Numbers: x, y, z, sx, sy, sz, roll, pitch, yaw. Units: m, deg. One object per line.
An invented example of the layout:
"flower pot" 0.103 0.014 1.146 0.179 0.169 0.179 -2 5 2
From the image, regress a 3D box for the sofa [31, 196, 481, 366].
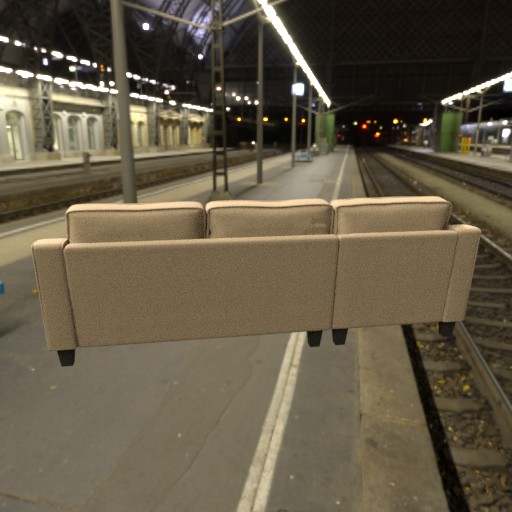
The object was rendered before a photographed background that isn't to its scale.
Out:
"sofa" 0.000 0.000 3.155 2.561 0.928 1.294 -2 15 -9
